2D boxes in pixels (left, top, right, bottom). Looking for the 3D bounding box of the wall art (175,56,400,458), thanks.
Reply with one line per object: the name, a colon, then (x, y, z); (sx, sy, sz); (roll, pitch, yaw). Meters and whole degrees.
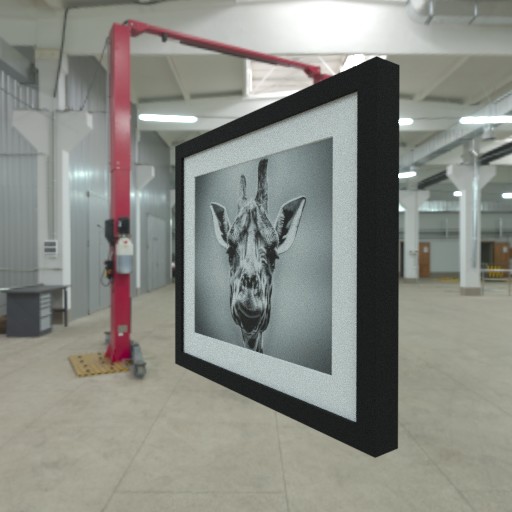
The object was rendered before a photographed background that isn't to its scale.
wall art: (0.000, 0.000, 0.528); (0.031, 0.330, 0.381); (0, 1, -36)
